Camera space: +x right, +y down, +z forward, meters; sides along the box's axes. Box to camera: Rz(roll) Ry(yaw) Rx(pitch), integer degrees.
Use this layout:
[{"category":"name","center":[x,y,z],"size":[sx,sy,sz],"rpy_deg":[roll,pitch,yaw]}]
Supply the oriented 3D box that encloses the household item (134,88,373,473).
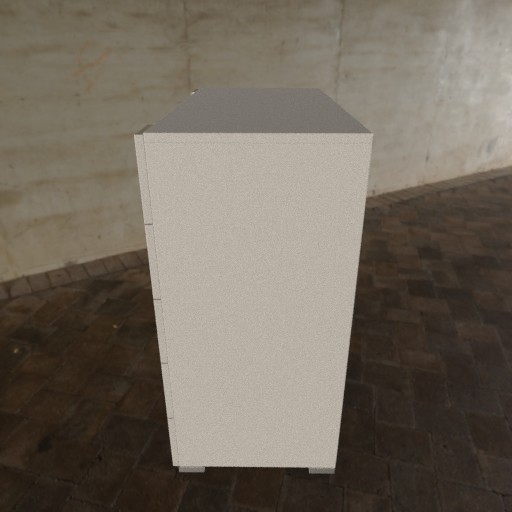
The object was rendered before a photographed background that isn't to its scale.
[{"category":"household item","center":[0.000,0.000,1.326],"size":[0.420,0.870,0.800],"rpy_deg":[0,26,1]}]
